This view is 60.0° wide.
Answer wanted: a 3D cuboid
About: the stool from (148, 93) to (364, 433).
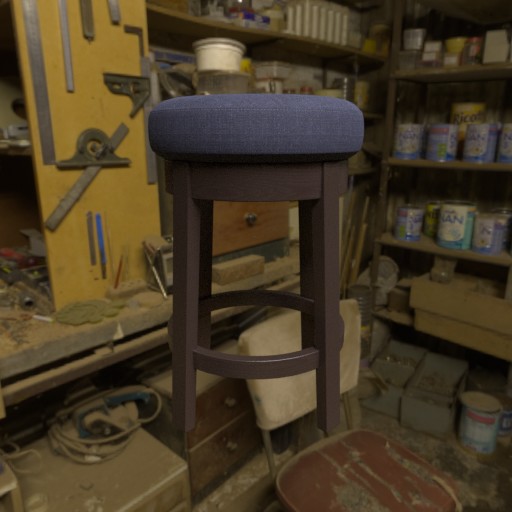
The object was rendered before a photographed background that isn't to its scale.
[{"bbox_3d":[0.000,0.000,0.975,0.449,0.655,0.449,0,15,0],"label":"stool"}]
